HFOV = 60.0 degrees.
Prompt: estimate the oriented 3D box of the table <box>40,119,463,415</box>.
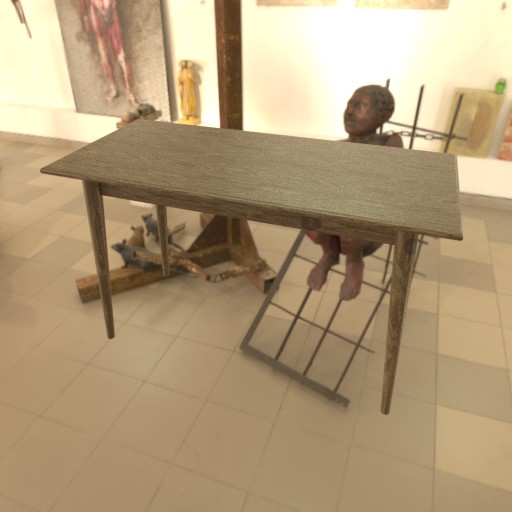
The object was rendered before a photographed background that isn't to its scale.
[{"bbox_3d":[0.000,0.000,1.724,1.300,0.780,0.599,11,35,16],"label":"table"}]
